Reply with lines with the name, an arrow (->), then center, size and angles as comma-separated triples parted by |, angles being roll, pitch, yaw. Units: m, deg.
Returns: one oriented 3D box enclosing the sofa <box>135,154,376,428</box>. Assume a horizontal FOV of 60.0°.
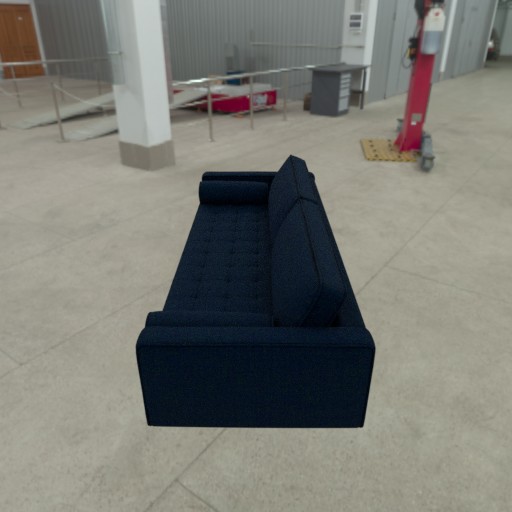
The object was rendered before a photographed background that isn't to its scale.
sofa -> 0.000, 0.000, 2.678 | 0.914, 0.762, 2.210 | 0, 27, 1
